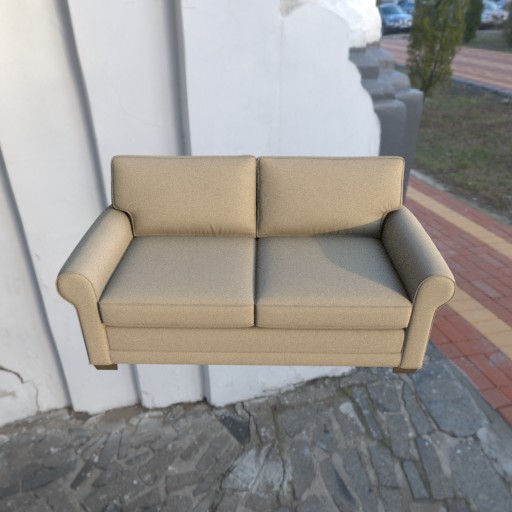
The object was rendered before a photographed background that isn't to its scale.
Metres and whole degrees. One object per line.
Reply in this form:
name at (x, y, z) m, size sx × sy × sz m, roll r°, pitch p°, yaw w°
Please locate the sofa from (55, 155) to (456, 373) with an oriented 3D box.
sofa at (0.000, 0.000, 2.481) m, size 1.930 × 0.952 × 0.940 m, roll 0°, pitch 30°, yaw 1°
